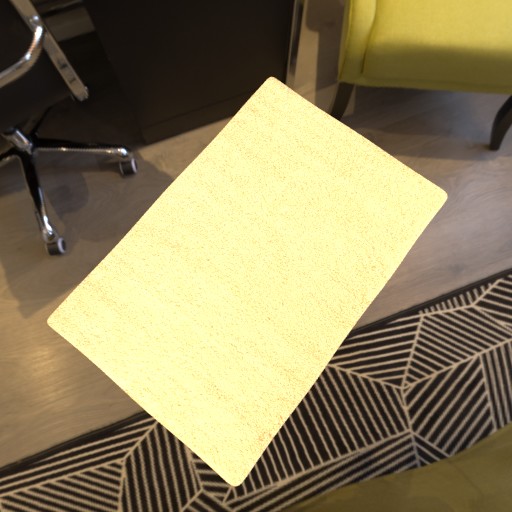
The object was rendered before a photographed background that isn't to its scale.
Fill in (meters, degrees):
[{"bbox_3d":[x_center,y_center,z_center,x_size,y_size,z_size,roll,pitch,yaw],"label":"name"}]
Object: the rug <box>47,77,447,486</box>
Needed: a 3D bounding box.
[{"bbox_3d":[0.000,0.000,3.383,1.798,0.025,2.698,37,77,10],"label":"rug"}]
